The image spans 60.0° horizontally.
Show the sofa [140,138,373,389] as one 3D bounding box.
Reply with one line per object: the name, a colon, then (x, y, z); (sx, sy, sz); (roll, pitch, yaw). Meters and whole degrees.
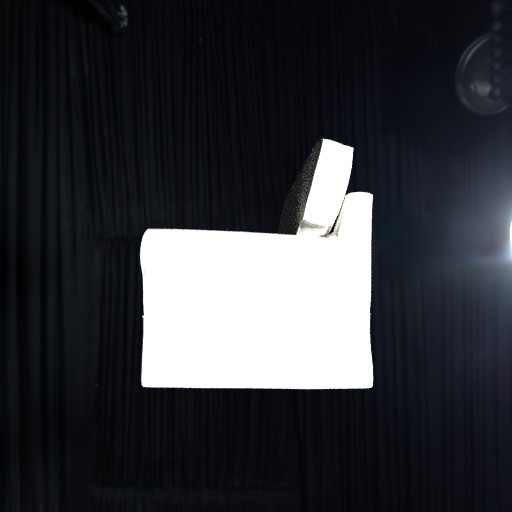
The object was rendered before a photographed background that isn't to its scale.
sofa: (0.000, 0.000, 2.551); (0.862, 0.937, 2.021); (0, 1, 0)
